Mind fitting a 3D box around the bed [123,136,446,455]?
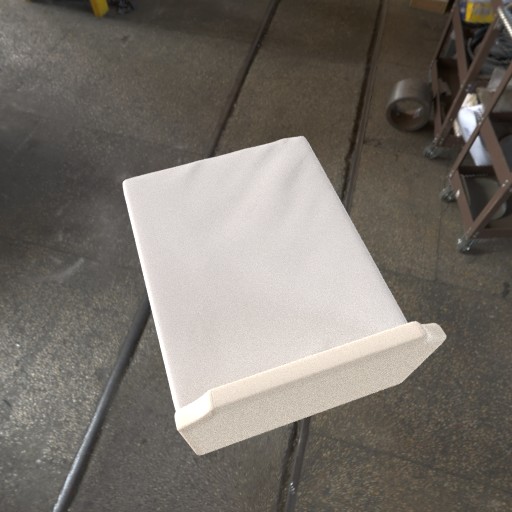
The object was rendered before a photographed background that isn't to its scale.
[{"bbox_3d":[0.000,0.000,3.716,1.977,1.293,2.498,-16,60,-9],"label":"bed"}]
